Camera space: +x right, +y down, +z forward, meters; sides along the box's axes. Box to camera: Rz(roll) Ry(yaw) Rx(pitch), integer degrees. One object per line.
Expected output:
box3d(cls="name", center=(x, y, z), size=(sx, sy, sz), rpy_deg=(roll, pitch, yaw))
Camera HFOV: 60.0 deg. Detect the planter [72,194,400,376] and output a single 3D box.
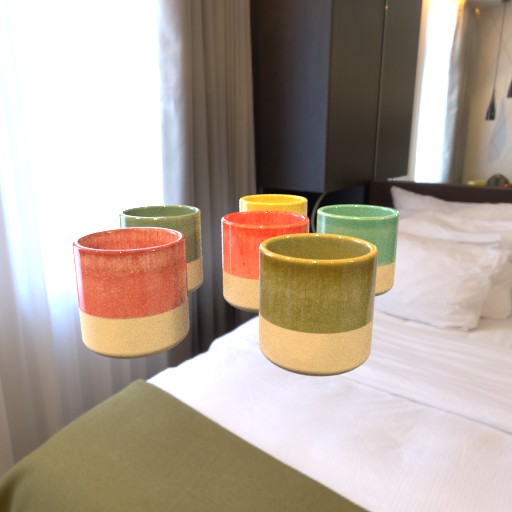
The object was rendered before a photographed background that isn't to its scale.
box3d(cls="planter", center=(0.000, 0.000, 0.401), size=(0.257, 0.075, 0.286), rpy_deg=(2, 15, 8))
